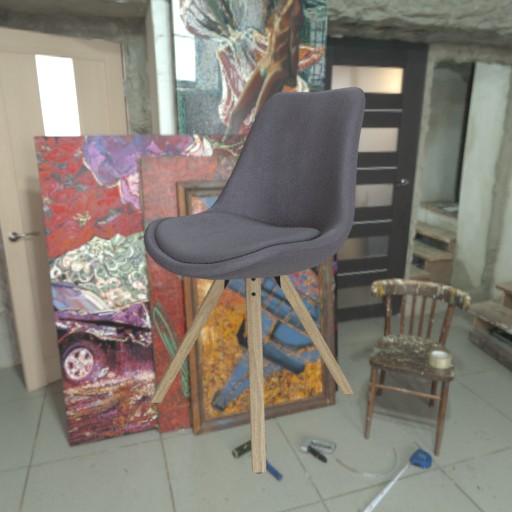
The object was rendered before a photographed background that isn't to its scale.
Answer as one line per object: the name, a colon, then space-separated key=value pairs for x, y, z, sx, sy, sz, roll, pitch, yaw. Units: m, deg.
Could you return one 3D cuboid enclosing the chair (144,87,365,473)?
chair: x=0.000 y=0.000 z=1.186 sx=0.483 sy=0.865 sz=0.547 roll=14 pitch=21 yaw=40
